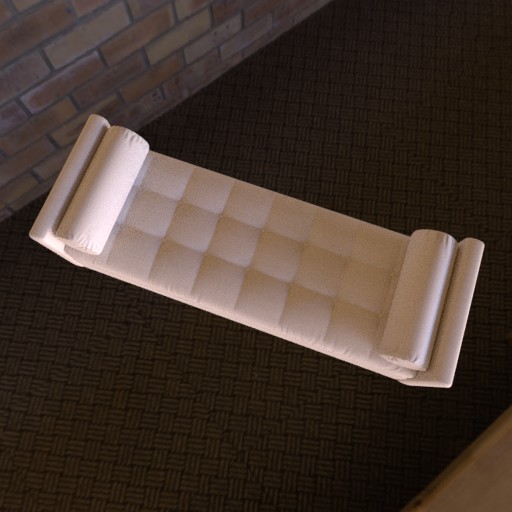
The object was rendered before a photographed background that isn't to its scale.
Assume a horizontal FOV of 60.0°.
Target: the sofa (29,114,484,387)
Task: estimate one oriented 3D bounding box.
[{"bbox_3d":[0.000,0.000,2.308,1.981,0.635,0.686,19,76,5],"label":"sofa"}]
